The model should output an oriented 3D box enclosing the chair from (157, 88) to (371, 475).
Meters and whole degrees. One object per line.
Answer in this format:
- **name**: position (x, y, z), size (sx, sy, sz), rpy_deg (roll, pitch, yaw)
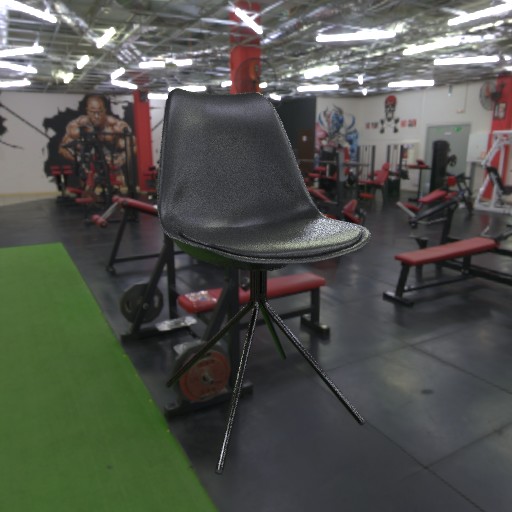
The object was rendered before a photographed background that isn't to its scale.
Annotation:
- **chair**: position (0.000, 0.000, 1.141), size (0.461, 0.850, 0.525), rpy_deg (-7, 16, -26)
